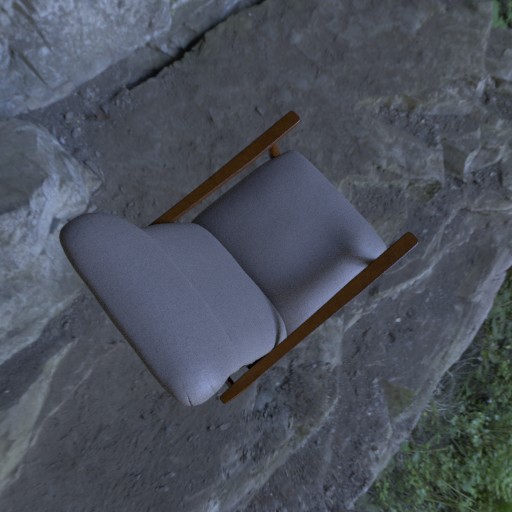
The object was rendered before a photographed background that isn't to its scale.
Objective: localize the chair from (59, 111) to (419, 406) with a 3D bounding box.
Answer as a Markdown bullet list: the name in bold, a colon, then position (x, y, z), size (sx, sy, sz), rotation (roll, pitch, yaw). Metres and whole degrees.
- **chair**: position (0.000, 0.000, 1.794), size (1.032, 1.082, 0.762), rotation (-38, 78, -10)
